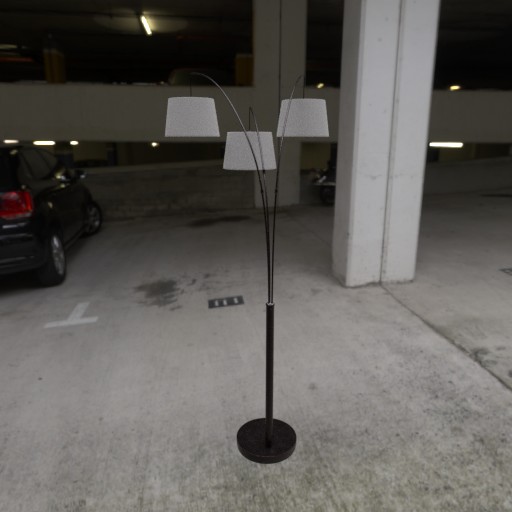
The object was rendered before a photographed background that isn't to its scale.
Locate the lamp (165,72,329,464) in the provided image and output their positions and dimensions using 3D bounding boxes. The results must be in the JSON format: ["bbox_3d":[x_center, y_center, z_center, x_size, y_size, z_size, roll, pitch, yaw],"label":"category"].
[{"bbox_3d":[0.000,0.000,2.443,0.951,1.950,0.924,-2,15,-8],"label":"lamp"}]
